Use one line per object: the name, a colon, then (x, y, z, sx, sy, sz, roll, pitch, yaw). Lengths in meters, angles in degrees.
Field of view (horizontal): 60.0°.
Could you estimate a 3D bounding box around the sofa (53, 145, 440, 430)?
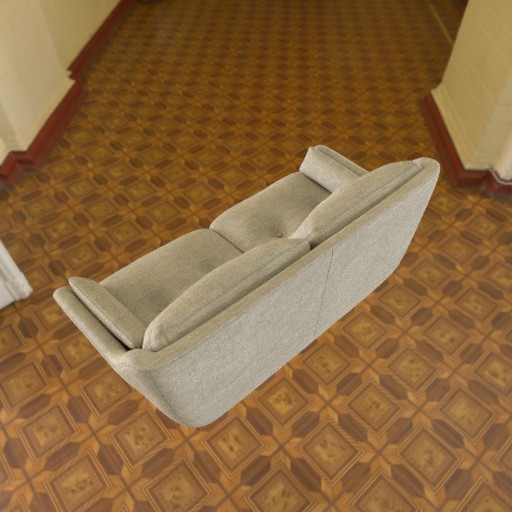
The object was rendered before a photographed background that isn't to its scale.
sofa: (0.000, 0.000, 2.443, 1.930, 0.897, 0.976, -33, 56, -27)
